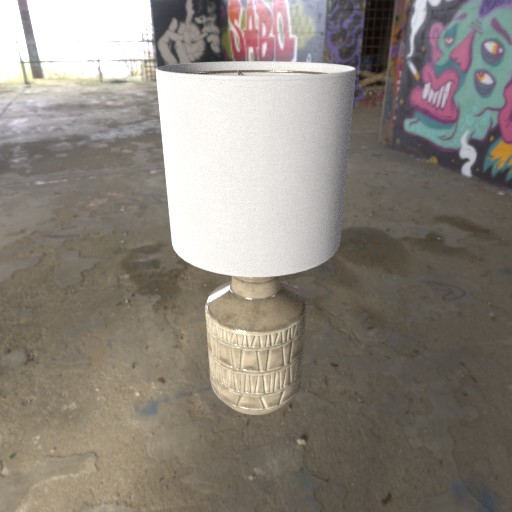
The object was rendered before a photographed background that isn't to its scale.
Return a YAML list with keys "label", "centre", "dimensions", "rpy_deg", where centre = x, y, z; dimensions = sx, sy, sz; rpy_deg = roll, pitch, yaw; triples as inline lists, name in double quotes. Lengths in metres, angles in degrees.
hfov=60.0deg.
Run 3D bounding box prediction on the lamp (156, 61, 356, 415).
- label: "lamp"
  centre: [0.000, 0.000, 0.579]
  dimensions: [0.211, 0.455, 0.211]
  rpy_deg: [0, 27, 1]
